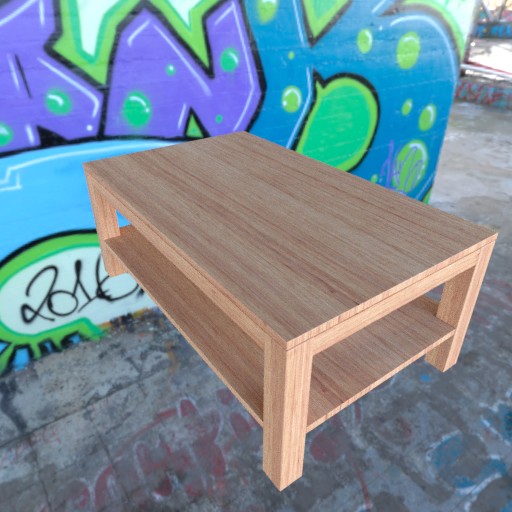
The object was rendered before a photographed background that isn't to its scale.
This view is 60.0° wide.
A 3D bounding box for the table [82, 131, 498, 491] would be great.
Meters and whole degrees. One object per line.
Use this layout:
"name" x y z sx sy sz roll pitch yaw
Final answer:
"table" 0.000 0.000 1.469 0.695 0.457 1.146 -21 37 -30
